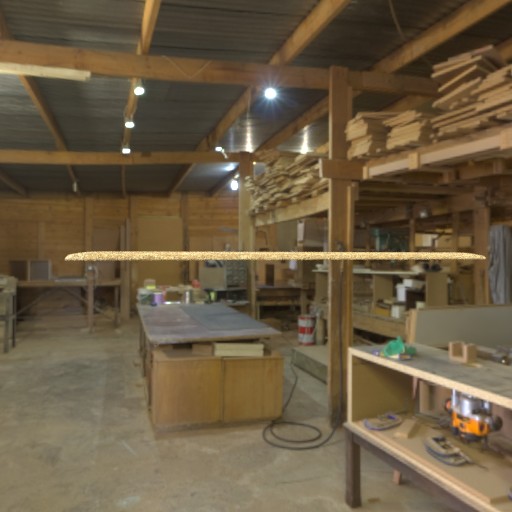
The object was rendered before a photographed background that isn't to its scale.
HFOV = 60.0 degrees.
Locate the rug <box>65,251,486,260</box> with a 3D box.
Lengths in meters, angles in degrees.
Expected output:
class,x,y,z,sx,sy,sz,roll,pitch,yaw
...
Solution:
class,x,y,z,sx,sy,sz,roll,pitch,yaw
rug,0.000,0.000,3.813,2.873,0.050,2.242,0,0,-18
